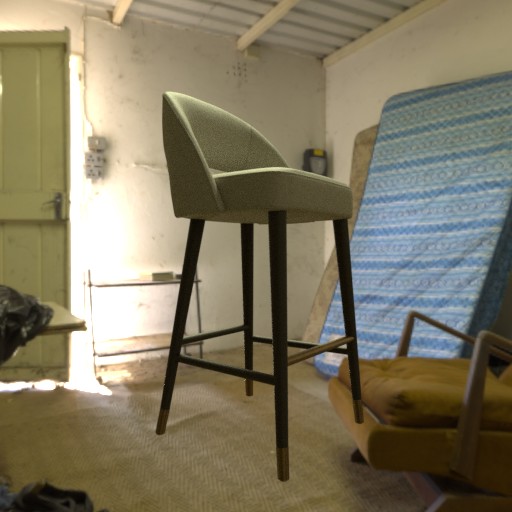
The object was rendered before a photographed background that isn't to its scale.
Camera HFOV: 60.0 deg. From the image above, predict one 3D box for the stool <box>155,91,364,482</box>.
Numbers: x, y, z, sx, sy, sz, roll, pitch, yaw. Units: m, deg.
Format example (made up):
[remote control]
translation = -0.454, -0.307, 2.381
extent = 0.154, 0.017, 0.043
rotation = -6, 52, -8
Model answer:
[stool]
translation = 0.000, 0.000, 1.343
extent = 0.509, 1.037, 0.494
rotation = 1, 1, 37
